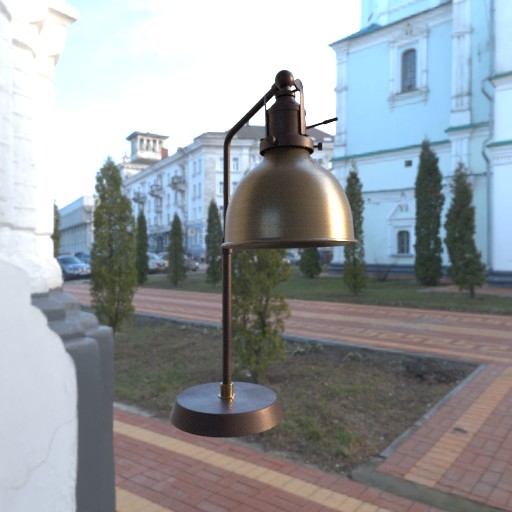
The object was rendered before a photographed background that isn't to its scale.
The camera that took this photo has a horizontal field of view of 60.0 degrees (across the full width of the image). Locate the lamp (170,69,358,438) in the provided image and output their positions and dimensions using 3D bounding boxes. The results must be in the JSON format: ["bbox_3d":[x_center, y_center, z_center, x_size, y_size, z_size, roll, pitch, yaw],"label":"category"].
[{"bbox_3d":[0.000,0.000,0.602,0.175,0.469,0.298,0,0,-37],"label":"lamp"}]
